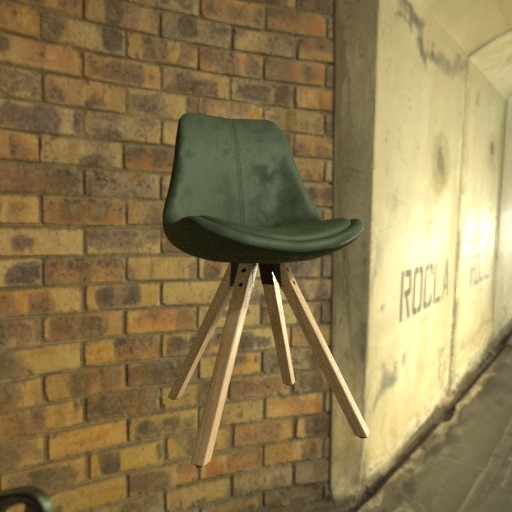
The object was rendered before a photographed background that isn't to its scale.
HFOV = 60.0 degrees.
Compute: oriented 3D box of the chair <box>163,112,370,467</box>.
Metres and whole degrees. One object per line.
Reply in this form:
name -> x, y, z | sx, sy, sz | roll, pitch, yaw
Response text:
chair -> 0.000, 0.000, 1.188 | 0.483, 0.865, 0.547 | -1, 2, -20
